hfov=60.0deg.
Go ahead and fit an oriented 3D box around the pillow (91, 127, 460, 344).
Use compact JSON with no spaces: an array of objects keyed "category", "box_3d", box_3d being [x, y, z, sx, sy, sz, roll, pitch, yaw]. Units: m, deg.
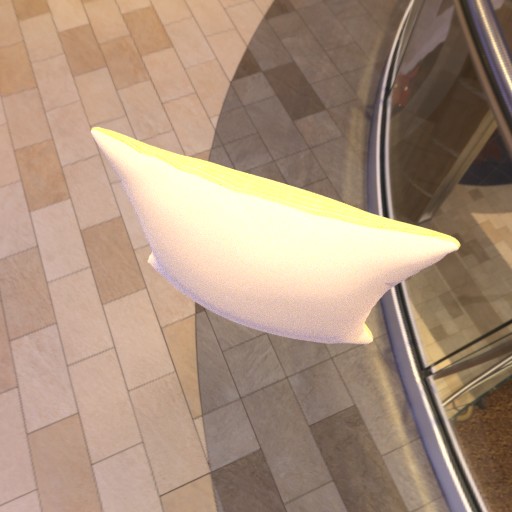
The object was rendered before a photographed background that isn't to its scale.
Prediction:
[{"category":"pillow","box_3d":[0.000,0.000,0.821,0.560,0.487,0.229,19,66,9]}]
